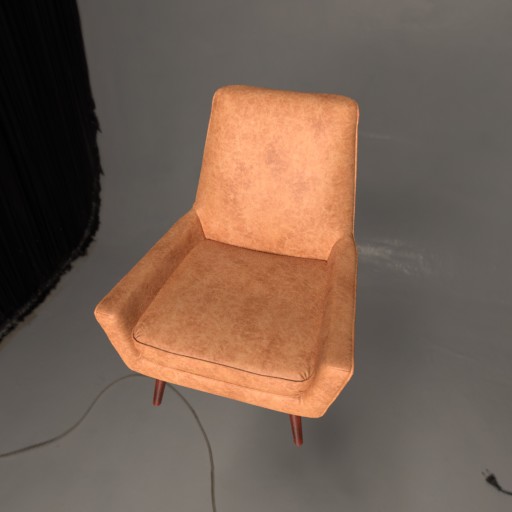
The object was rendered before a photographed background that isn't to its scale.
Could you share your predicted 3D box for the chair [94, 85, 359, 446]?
[{"bbox_3d":[0.000,0.000,1.516,0.753,0.883,0.851,11,41,13],"label":"chair"}]
